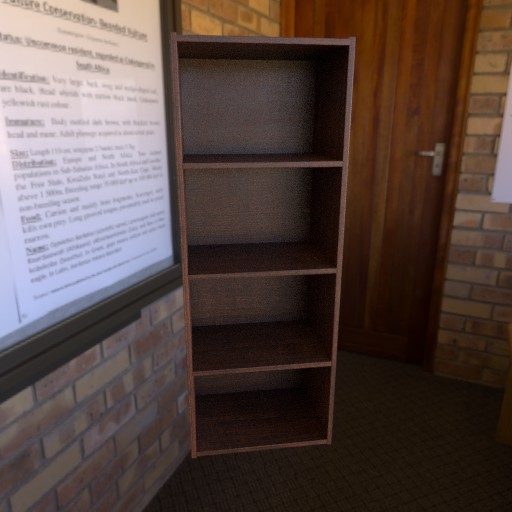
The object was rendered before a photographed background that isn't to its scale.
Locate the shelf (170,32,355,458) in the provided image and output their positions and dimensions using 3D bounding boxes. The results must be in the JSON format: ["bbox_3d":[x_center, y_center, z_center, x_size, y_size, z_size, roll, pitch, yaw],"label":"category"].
[{"bbox_3d":[0.000,0.000,1.265,0.415,1.099,0.290,-2,17,-8],"label":"shelf"}]
